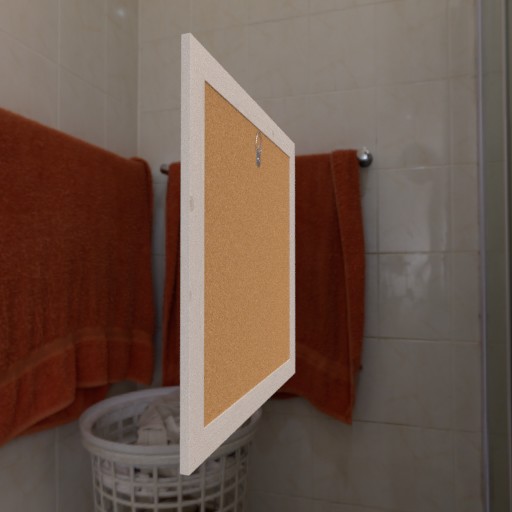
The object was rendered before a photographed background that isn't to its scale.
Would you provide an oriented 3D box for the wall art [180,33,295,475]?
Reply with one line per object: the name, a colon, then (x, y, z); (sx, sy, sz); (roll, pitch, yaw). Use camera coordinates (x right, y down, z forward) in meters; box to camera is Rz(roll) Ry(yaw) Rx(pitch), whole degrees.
wall art: (0.000, 0.000, 0.849); (0.015, 0.577, 0.572); (0, -1, 19)
